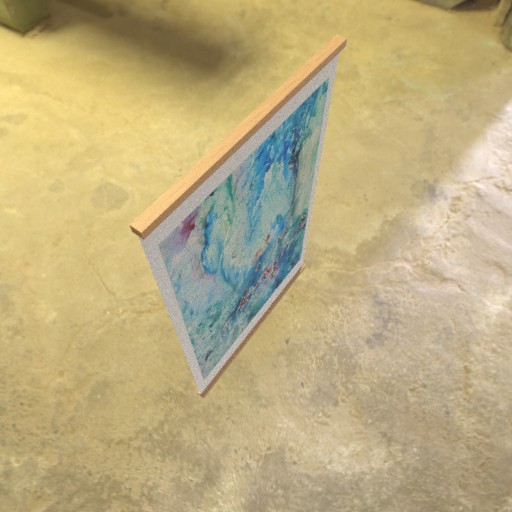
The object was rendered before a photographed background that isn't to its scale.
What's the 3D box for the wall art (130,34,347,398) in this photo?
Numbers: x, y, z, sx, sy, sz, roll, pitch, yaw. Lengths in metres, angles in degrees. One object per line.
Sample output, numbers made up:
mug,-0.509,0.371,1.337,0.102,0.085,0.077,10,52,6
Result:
wall art,0.000,0.000,1.923,0.040,1.510,0.991,32,63,18
